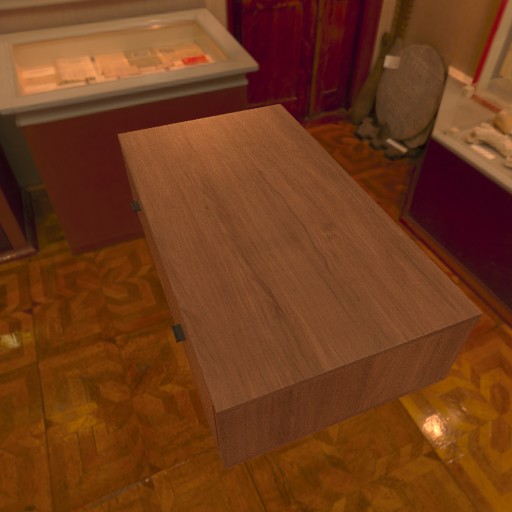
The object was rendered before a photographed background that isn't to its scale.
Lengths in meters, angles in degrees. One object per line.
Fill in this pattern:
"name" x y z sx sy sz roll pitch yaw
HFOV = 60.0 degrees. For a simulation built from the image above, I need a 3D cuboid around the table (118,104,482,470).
"table" 0.000 0.000 1.307 0.600 0.380 1.020 -16 47 -15
